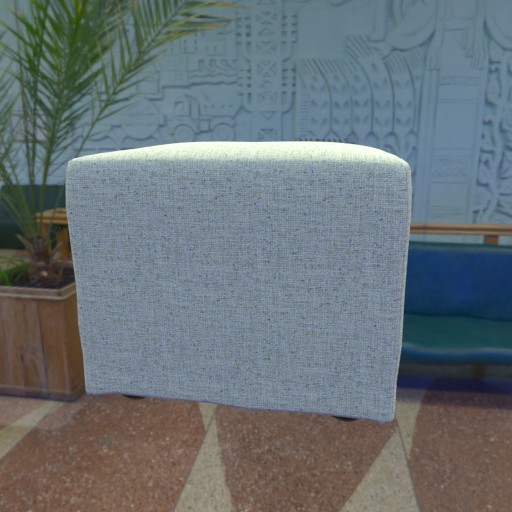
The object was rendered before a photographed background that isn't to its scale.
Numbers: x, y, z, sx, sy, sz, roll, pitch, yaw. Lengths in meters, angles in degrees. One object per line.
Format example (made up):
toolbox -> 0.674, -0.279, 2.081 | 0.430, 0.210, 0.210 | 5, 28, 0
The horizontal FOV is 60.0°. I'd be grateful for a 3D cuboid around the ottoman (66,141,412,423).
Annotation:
ottoman -> 0.000, 0.000, 0.905 | 0.521, 0.453, 0.512 | 2, 14, 10
